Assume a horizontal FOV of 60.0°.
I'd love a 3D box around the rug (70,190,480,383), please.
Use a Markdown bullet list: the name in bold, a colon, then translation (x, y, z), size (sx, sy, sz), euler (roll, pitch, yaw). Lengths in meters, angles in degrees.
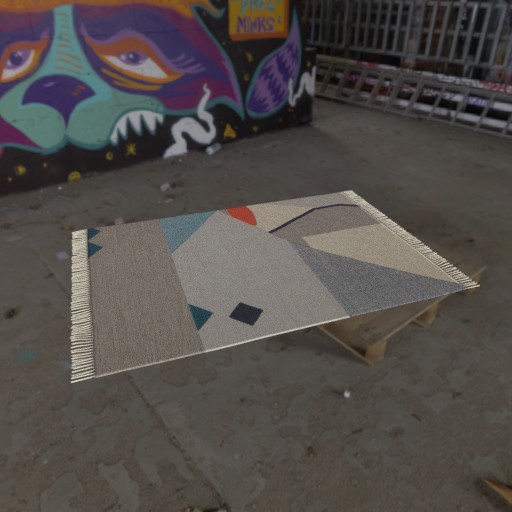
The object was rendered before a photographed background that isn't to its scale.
- **rug**: translation (0.000, 0.000, 2.324), size (1.828, 0.005, 1.220), euler (-10, 33, -16)
